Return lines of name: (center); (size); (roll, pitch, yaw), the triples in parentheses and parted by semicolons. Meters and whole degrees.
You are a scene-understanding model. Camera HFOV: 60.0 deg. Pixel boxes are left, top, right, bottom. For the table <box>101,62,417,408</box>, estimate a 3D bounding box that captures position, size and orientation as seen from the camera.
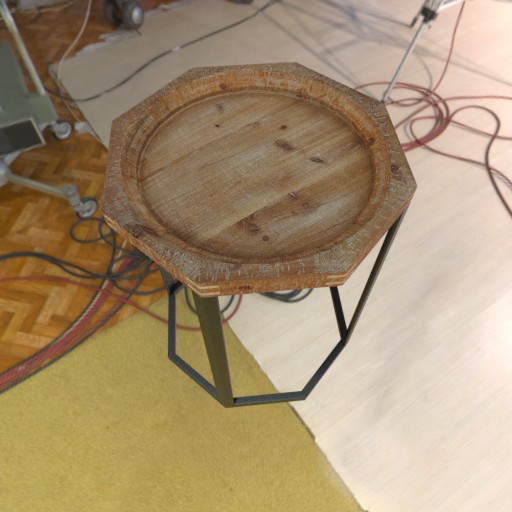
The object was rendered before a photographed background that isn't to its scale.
table: (0.000, 0.000, 0.864); (0.458, 0.543, 0.458); (14, 58, 9)
